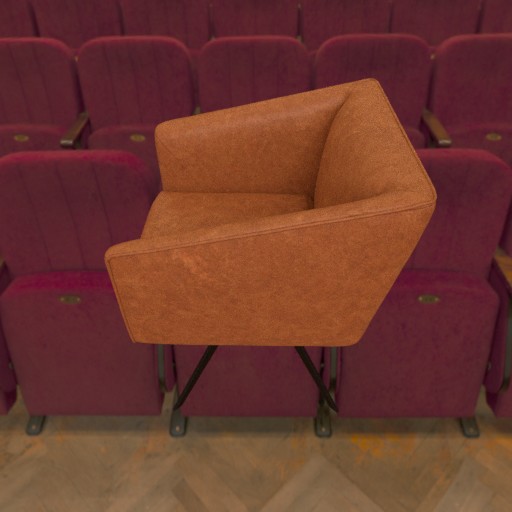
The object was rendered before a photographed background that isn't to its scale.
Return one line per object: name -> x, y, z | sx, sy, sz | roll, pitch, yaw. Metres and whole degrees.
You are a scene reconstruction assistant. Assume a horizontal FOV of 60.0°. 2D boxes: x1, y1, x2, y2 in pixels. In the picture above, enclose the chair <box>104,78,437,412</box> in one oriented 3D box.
chair -> 0.000, 0.000, 1.205 | 0.625, 0.760, 0.588 | 0, 42, 0
